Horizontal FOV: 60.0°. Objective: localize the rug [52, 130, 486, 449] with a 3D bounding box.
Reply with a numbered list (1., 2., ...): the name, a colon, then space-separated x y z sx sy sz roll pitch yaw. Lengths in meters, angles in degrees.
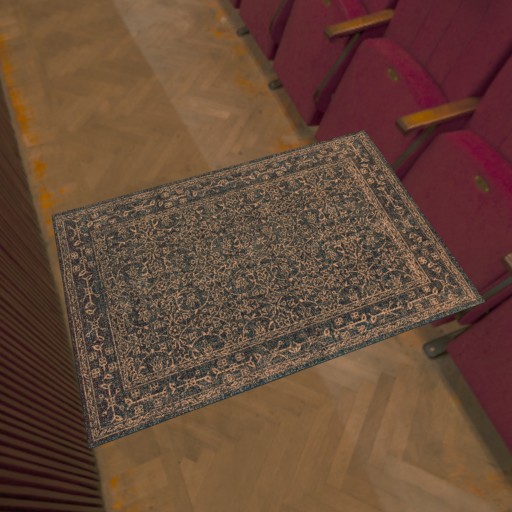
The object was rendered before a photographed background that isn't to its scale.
1. rug: 0.000 0.000 2.171 1.819 0.005 1.200 -17 60 -10
